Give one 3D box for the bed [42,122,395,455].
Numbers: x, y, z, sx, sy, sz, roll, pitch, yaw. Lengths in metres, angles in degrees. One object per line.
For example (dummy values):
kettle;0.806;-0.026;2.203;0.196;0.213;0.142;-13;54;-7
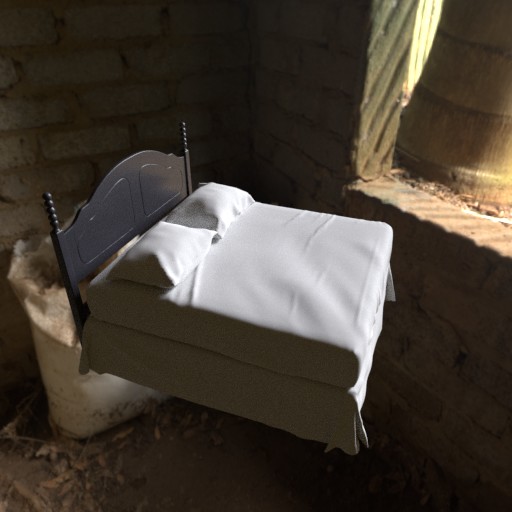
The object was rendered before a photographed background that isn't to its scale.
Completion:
bed;0.000;0.000;3.243;2.040;1.356;1.873;11;34;18
